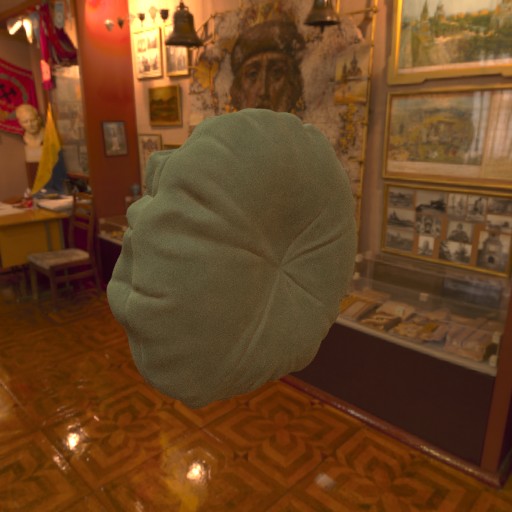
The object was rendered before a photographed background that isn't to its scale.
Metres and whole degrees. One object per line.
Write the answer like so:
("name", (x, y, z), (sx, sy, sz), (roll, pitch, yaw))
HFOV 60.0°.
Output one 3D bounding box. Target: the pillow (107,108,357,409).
("pillow", (0.000, 0.000, 0.644), (0.428, 0.407, 0.148), (-15, 22, -41))
